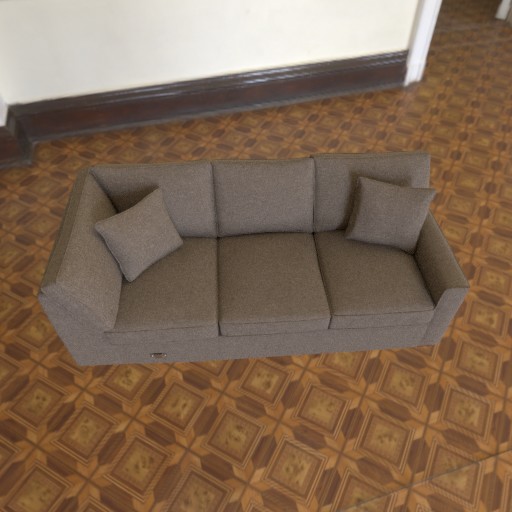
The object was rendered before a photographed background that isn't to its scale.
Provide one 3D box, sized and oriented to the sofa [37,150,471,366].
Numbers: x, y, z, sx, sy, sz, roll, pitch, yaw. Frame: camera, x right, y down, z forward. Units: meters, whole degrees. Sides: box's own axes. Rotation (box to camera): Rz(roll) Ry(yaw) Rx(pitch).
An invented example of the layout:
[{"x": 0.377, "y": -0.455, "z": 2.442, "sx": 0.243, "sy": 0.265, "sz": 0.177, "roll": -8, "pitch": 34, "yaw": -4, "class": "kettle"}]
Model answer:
[{"x": 0.000, "y": 0.000, "z": 2.813, "sx": 2.317, "sy": 0.962, "sz": 1.061, "roll": -3, "pitch": 47, "yaw": -3, "class": "sofa"}]
